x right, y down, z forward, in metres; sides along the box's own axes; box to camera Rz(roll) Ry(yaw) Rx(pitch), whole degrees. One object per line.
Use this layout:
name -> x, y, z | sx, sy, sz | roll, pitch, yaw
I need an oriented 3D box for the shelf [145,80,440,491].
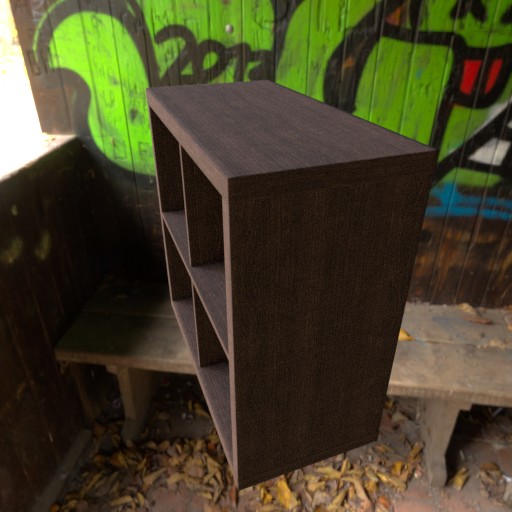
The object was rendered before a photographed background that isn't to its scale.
shelf -> 0.000, 0.000, 1.236 | 0.390, 0.786, 0.790 | -11, 32, -18
